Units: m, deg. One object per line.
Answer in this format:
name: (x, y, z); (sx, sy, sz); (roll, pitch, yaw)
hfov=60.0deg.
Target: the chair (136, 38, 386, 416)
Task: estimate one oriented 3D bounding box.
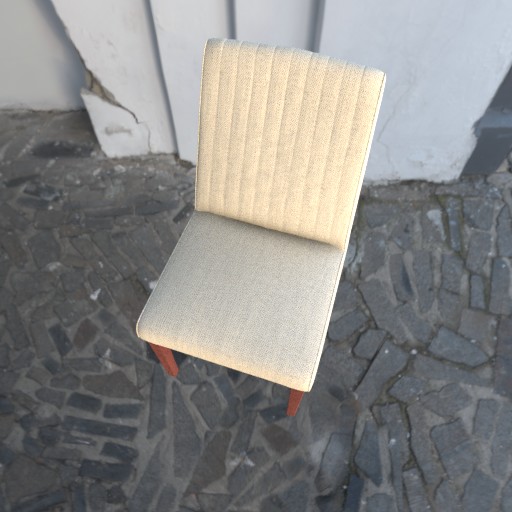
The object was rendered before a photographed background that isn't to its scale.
chair: (0.000, 0.000, 1.228); (0.480, 0.900, 0.594); (15, 59, 9)
